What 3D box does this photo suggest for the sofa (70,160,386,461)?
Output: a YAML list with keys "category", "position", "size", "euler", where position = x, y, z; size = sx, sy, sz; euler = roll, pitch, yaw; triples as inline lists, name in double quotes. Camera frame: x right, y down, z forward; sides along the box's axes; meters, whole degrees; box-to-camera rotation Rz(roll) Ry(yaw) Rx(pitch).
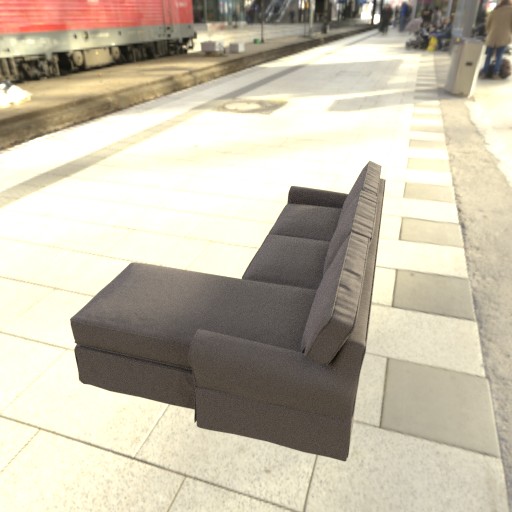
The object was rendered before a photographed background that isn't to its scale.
- category: "sofa"
  position: [0.000, 0.000, 3.339]
  size: [1.733, 0.978, 2.475]
  euler: [8, 30, 14]
